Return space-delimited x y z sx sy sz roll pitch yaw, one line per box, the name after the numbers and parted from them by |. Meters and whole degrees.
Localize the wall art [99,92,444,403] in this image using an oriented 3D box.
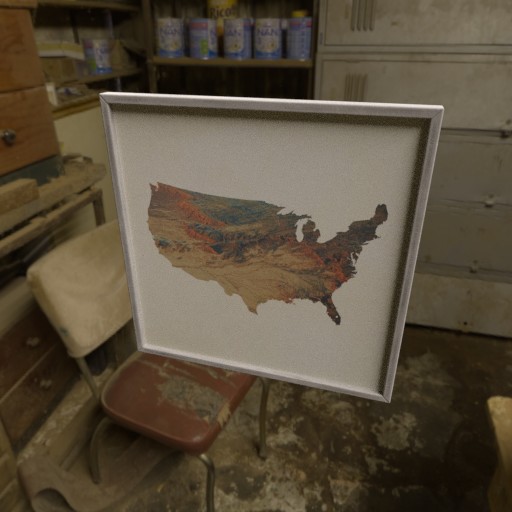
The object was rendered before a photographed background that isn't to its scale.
0.000 0.000 0.450 0.303 0.303 0.015 8 28 15 | wall art
